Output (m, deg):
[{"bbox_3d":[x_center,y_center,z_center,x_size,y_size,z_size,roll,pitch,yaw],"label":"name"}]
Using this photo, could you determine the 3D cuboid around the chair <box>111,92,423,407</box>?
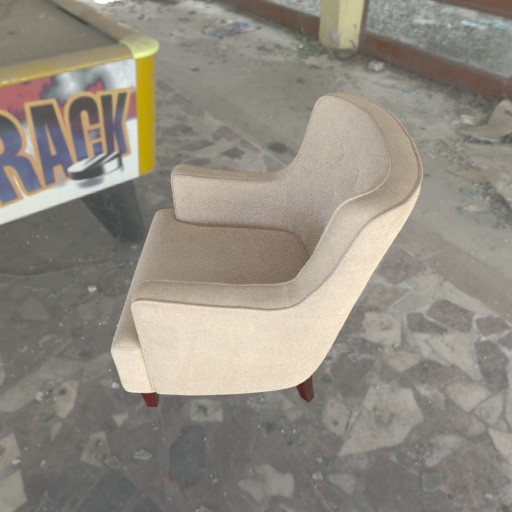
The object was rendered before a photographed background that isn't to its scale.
[{"bbox_3d":[0.000,0.000,1.577,0.910,0.920,0.781,1,41,1],"label":"chair"}]
